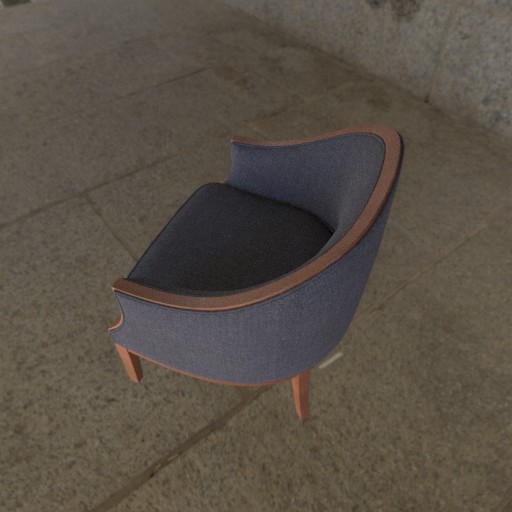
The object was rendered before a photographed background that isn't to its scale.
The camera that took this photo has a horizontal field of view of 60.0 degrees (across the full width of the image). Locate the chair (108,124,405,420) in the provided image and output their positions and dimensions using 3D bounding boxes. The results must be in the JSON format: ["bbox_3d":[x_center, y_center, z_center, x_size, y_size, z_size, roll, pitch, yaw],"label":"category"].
[{"bbox_3d":[0.000,0.000,1.457,0.735,0.876,0.803,17,50,15],"label":"chair"}]
